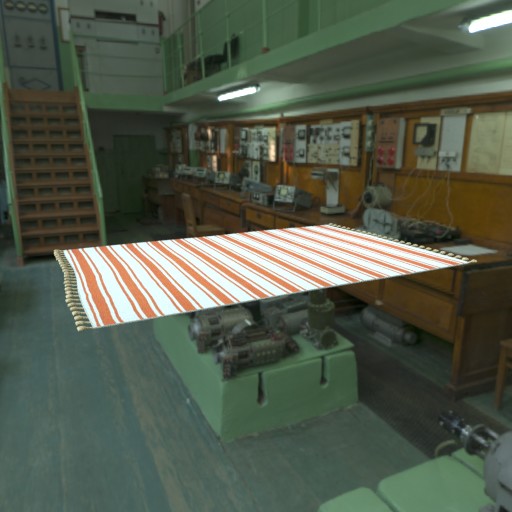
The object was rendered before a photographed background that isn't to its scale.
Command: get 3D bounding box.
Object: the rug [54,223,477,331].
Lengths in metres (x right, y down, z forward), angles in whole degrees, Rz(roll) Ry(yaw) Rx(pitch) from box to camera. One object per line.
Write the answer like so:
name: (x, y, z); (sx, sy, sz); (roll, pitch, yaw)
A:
rug: (0.000, 0.000, 2.989); (2.433, 0.022, 1.556); (-7, 16, -26)
